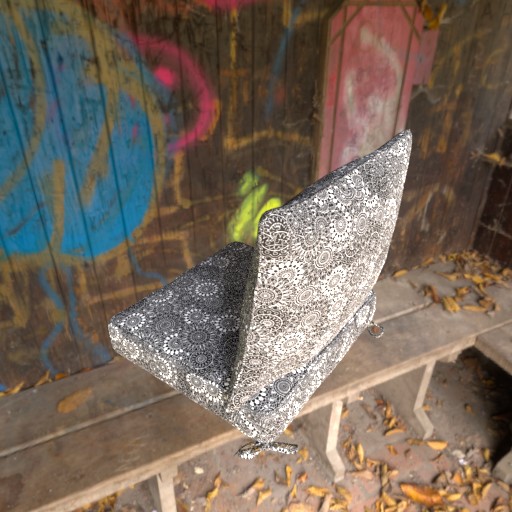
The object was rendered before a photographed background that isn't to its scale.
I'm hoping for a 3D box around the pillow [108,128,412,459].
[{"bbox_3d":[0.000,0.000,1.372,0.740,0.722,0.798,20,36,30],"label":"pillow"}]
